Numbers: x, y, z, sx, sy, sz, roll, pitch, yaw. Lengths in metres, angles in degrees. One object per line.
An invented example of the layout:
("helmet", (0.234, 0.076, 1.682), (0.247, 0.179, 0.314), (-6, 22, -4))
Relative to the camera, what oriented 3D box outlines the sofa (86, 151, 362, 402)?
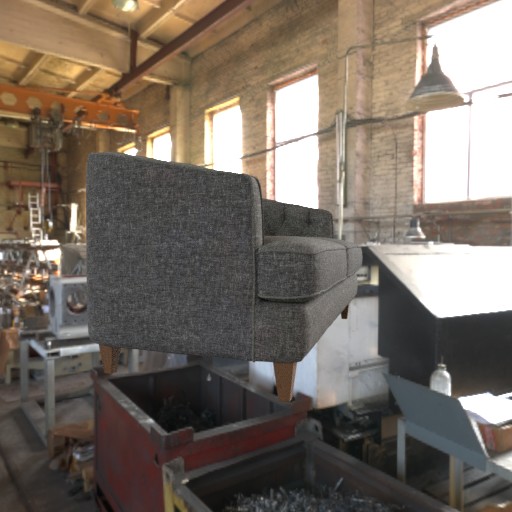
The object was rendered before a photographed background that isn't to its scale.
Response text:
("sofa", (0.000, 0.000, 2.240), (0.941, 0.855, 1.733), (1, 2, 18))
